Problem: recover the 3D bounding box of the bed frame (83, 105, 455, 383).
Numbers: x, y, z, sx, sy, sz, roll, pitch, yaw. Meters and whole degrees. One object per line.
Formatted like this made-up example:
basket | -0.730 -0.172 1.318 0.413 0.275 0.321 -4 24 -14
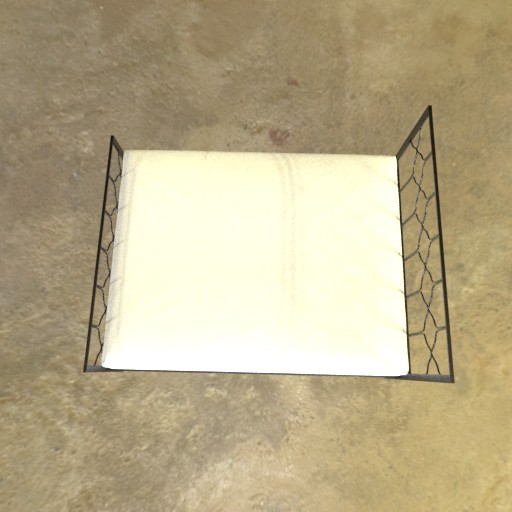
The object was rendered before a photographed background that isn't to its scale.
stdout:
bed frame | 0.000 0.000 3.047 2.063 1.222 1.597 1 76 0
